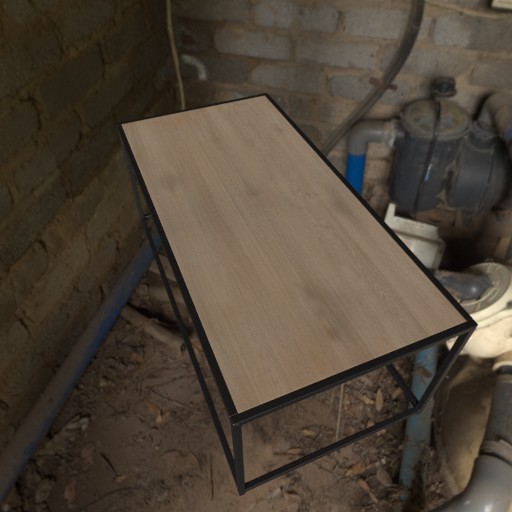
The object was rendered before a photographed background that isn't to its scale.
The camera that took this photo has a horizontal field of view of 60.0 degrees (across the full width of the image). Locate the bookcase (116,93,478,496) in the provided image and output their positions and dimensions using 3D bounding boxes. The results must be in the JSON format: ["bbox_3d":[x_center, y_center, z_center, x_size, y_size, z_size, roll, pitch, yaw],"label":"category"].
[{"bbox_3d":[0.000,0.000,1.237,0.500,0.400,1.000,-17,49,-15],"label":"bookcase"}]
